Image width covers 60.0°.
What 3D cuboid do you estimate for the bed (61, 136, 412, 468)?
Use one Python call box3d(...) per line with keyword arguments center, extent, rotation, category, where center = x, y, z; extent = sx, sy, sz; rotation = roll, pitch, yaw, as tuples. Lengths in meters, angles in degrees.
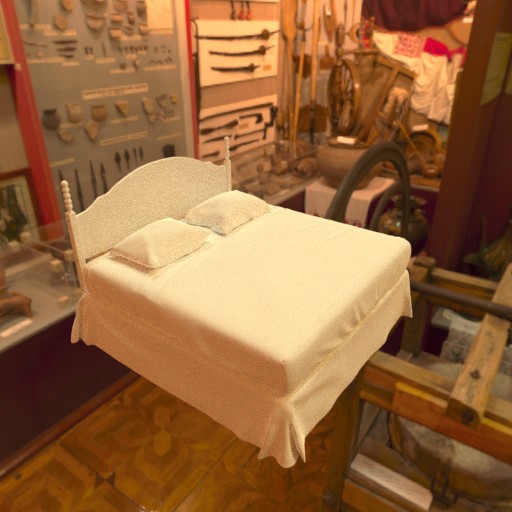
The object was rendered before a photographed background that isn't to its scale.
box3d(center=(0.000, 0.000, 3.668), extent=(2.219, 1.355, 2.322), rotation=(19, 33, 32), category="bed")
